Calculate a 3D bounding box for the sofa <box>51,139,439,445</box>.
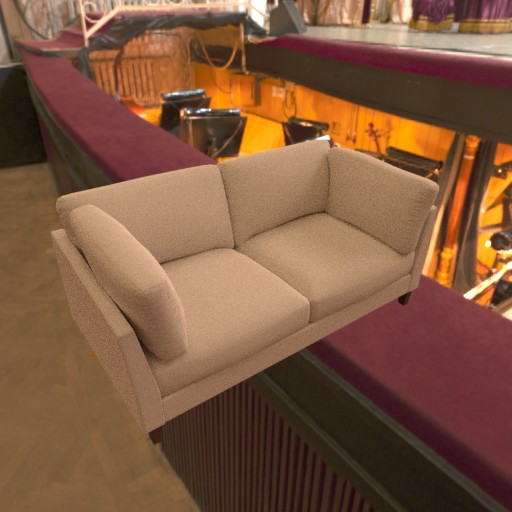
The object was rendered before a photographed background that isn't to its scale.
[{"bbox_3d":[0.000,0.000,2.313,1.776,0.836,0.970,-20,35,-31],"label":"sofa"}]
